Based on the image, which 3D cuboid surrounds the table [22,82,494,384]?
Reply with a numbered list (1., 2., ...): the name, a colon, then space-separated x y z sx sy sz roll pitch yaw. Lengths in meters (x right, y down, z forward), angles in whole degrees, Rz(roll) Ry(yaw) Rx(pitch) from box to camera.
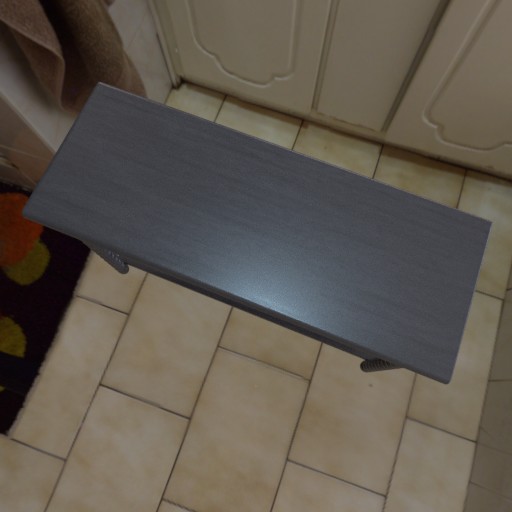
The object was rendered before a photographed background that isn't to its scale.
1. table: 0.000 0.000 1.531 1.184 0.735 0.459 21 75 6
